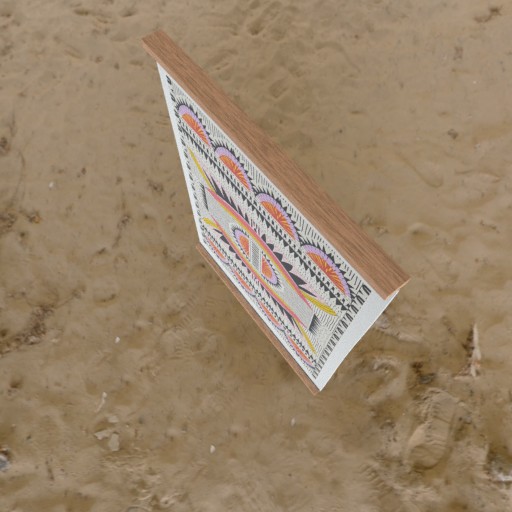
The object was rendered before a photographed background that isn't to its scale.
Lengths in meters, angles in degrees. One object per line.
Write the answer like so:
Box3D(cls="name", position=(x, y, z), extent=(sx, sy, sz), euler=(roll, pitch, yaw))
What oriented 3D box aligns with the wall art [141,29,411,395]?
Box3D(cls="wall art", position=(0.000, 0.000, 0.682), extent=(0.028, 0.527, 0.403), euler=(-35, 69, -16))
